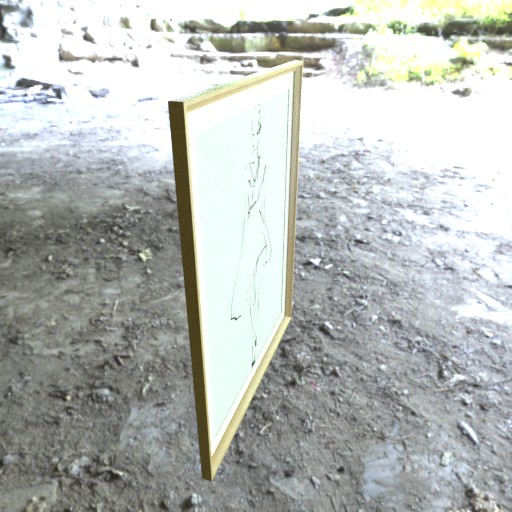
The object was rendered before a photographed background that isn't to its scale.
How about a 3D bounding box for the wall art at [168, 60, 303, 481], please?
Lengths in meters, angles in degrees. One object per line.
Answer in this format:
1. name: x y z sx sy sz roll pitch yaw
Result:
1. wall art: 0.000 0.000 1.316 0.030 1.002 0.798 10 30 17
